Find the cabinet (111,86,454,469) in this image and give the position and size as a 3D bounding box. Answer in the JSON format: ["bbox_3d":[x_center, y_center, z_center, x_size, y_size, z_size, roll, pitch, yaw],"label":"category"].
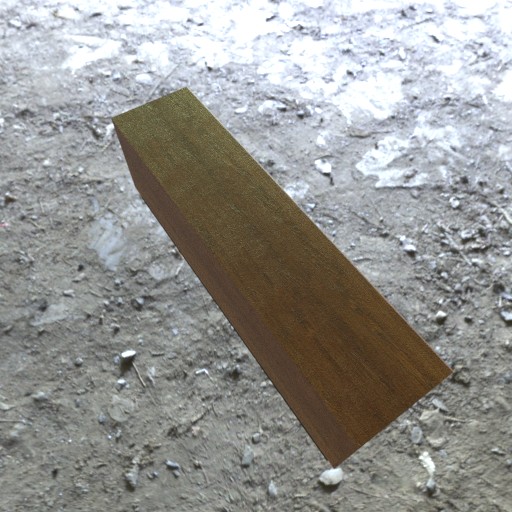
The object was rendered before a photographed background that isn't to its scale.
[{"bbox_3d":[0.000,0.000,1.837,0.419,0.510,1.600,-30,63,-18],"label":"cabinet"}]
